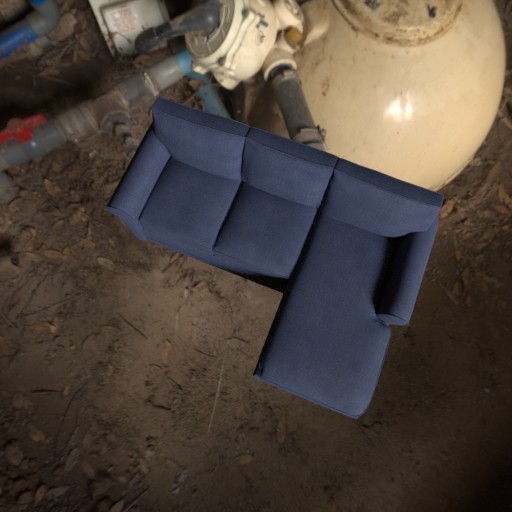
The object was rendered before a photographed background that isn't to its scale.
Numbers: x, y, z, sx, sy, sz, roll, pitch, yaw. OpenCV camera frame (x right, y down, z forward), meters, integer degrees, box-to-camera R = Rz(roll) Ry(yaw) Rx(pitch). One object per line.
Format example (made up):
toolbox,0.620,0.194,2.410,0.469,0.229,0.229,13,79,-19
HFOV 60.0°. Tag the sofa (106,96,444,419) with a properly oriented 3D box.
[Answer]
sofa,0.000,0.000,3.606,2.567,1.063,1.780,21,74,6
